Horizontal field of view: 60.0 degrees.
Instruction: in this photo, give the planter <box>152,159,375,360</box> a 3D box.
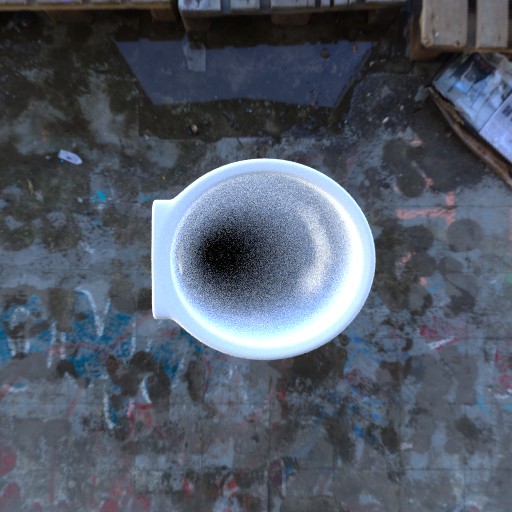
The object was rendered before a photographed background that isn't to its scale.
[{"bbox_3d":[0.000,0.000,0.222,0.064,0.193,0.057,0,91,-1],"label":"planter"}]
